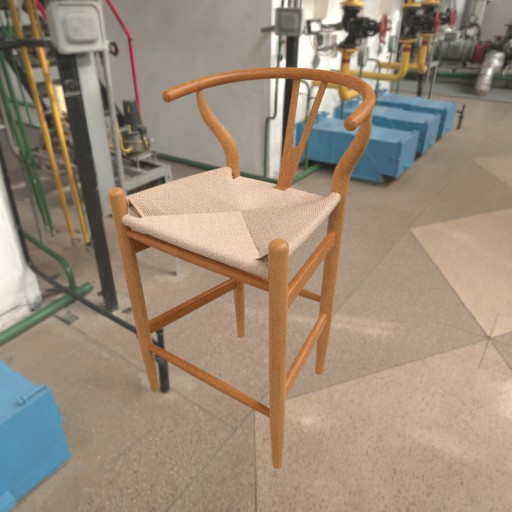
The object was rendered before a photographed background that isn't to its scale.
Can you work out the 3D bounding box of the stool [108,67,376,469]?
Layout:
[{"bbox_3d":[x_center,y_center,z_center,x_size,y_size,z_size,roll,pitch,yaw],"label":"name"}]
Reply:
[{"bbox_3d":[0.000,0.000,1.307,0.569,0.970,0.579,19,35,30],"label":"stool"}]
